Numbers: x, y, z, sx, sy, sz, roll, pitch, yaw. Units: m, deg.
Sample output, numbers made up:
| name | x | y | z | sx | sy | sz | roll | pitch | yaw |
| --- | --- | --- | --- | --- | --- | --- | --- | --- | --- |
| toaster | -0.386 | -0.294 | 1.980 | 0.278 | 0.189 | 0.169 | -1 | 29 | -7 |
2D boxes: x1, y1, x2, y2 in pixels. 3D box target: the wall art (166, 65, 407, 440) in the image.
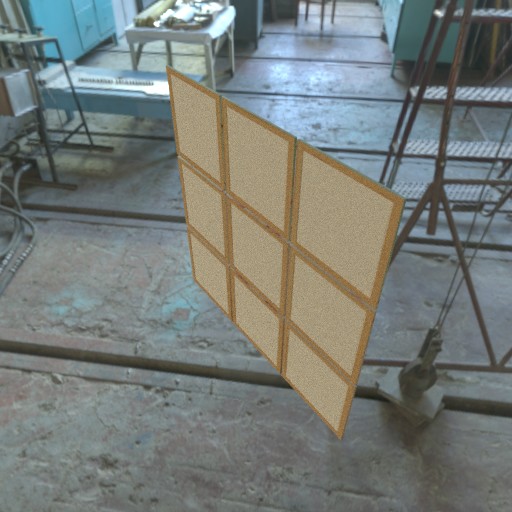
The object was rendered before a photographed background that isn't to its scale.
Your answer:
| name | x | y | z | sx | sy | sz | roll | pitch | yaw |
| --- | --- | --- | --- | --- | --- | --- | --- | --- | --- |
| wall art | 0.000 | 0.000 | 2.304 | 0.013 | 1.523 | 1.517 | -26 | 48 | -27 |
